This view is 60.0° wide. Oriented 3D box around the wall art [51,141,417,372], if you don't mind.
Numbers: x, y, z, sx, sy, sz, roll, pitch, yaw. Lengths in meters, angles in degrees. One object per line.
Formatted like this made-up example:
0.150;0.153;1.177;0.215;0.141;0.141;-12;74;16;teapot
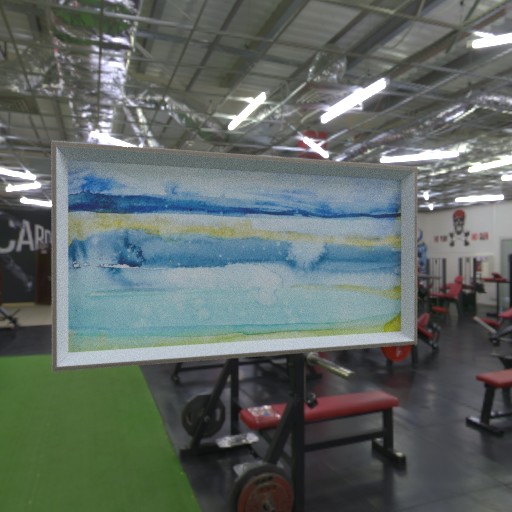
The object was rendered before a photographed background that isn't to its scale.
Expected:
0.000;0.000;0.969;0.812;0.431;0.038;0;0;-18;wall art
